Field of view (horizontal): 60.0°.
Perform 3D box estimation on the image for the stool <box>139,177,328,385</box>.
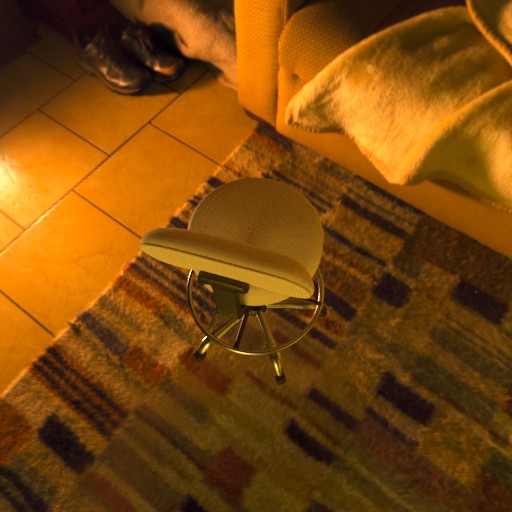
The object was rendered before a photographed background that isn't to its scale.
[{"bbox_3d":[0.000,0.000,1.489,0.609,1.080,0.616,14,63,8],"label":"stool"}]
